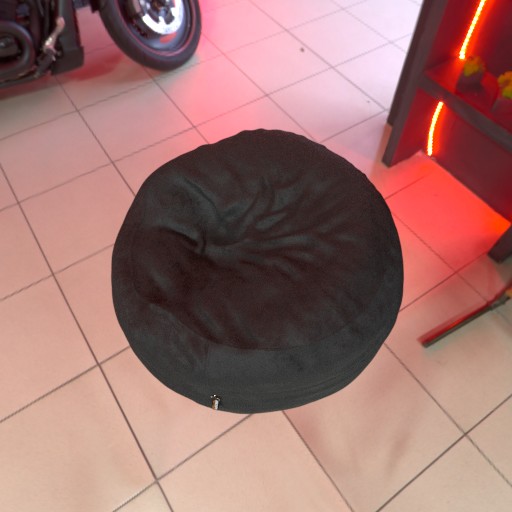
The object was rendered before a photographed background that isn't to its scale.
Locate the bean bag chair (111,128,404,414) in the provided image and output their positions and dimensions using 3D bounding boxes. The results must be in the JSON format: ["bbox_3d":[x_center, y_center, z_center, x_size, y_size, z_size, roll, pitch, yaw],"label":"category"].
[{"bbox_3d":[0.000,0.000,2.337,1.525,0.751,1.525,0,57,0],"label":"bean bag chair"}]
